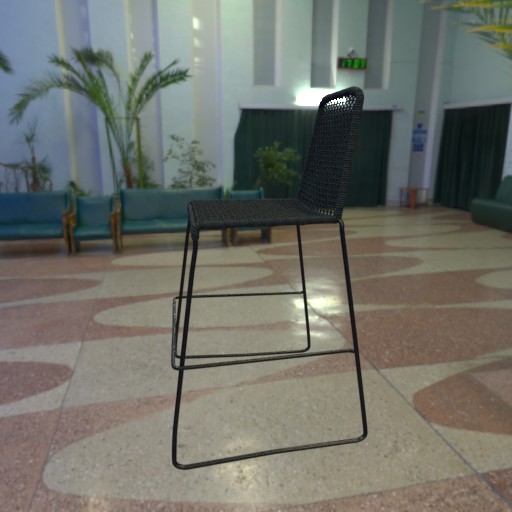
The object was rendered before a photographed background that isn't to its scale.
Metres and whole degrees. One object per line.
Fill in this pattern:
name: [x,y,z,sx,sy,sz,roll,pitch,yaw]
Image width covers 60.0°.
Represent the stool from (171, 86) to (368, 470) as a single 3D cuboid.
stool: [0.000,0.000,1.275,0.509,0.905,0.590,-2,14,-9]
